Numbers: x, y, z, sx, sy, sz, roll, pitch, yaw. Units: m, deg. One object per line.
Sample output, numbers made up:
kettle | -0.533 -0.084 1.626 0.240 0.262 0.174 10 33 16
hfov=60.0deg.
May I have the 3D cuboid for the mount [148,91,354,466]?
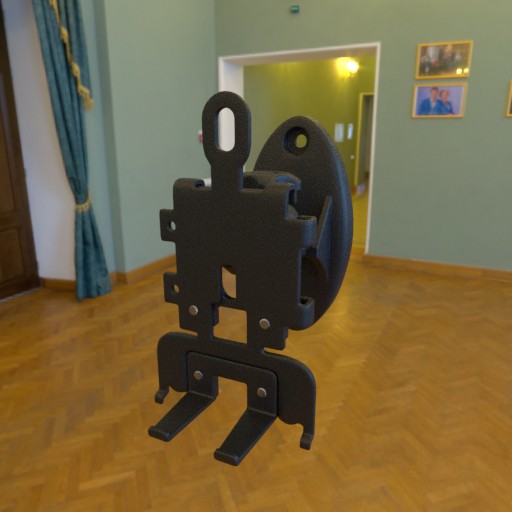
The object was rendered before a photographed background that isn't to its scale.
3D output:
mount | 0.000 0.000 0.173 0.066 0.118 0.100 7 17 25
